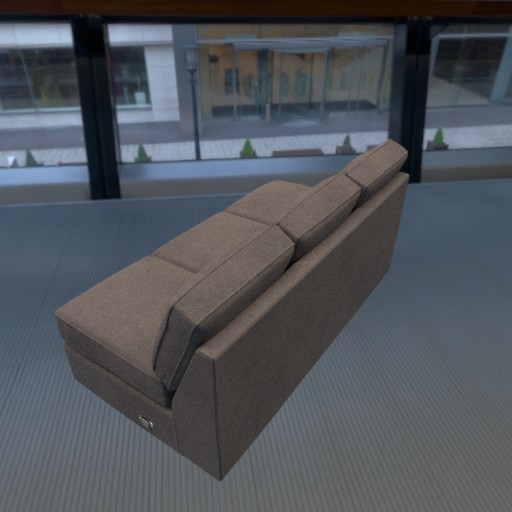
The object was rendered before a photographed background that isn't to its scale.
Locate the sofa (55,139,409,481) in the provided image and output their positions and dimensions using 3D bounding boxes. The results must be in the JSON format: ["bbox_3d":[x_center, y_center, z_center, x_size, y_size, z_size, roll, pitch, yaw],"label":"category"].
[{"bbox_3d":[0.000,0.000,2.510,1.027,0.973,1.962,21,38,29],"label":"sofa"}]
